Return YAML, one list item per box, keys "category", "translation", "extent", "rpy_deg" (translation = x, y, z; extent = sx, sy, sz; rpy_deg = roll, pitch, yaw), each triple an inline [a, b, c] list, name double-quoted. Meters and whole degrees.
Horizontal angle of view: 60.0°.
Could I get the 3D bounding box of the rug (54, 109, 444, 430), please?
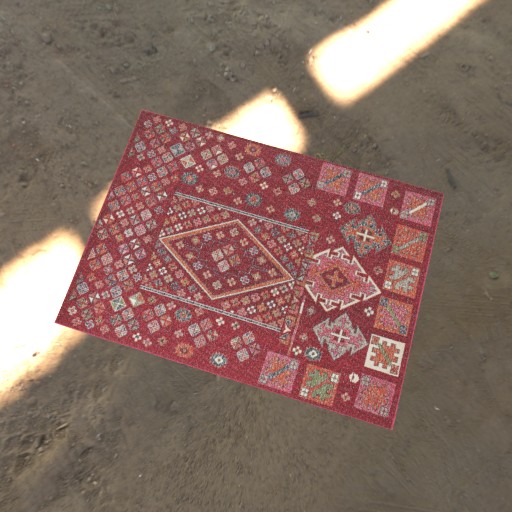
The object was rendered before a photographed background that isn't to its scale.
- category: "rug"
  translation: [0.000, 0.000, 4.390]
  extent: [3.306, 0.011, 2.389]
  rpy_deg: [17, 77, 4]
